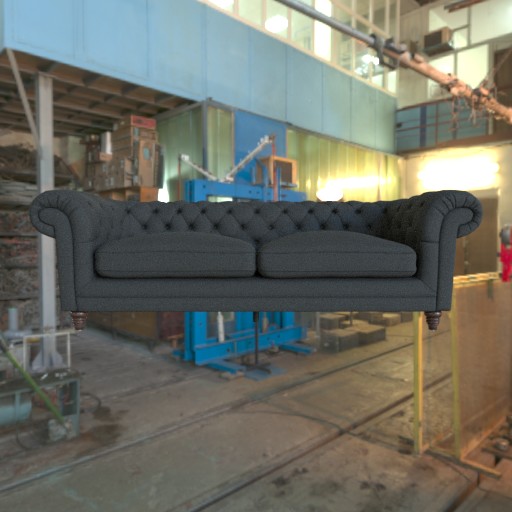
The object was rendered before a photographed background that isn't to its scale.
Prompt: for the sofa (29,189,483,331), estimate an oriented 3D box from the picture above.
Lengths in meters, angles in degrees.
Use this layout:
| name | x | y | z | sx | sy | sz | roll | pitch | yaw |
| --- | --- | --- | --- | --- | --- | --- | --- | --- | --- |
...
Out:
| name | x | y | z | sx | sy | sz | roll | pitch | yaw |
| --- | --- | --- | --- | --- | --- | --- | --- | --- | --- |
| sofa | 0.000 | 0.000 | 2.750 | 2.362 | 0.762 | 0.991 | 0 | 2 | 0 |
